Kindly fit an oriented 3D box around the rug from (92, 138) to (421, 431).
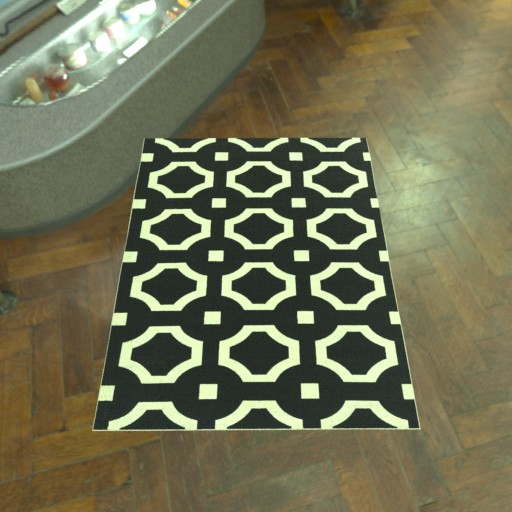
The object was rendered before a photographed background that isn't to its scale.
[{"bbox_3d":[0.000,0.000,4.111,2.466,0.021,3.049,0,59,0],"label":"rug"}]
